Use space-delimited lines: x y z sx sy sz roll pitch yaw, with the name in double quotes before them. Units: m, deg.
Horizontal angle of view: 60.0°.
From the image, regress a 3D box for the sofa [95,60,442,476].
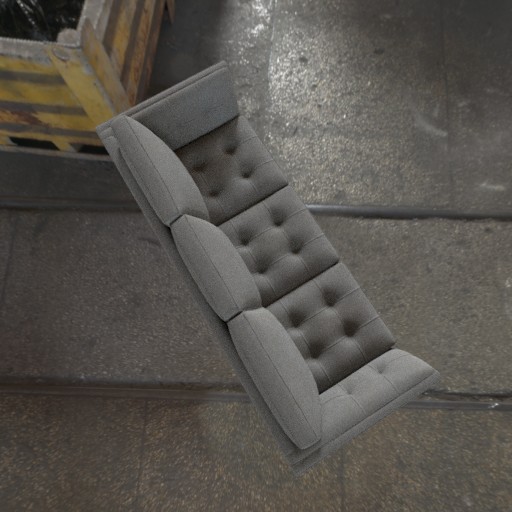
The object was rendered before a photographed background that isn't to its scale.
"sofa" 0.000 0.000 2.915 0.965 0.940 2.387 -31 78 -7
